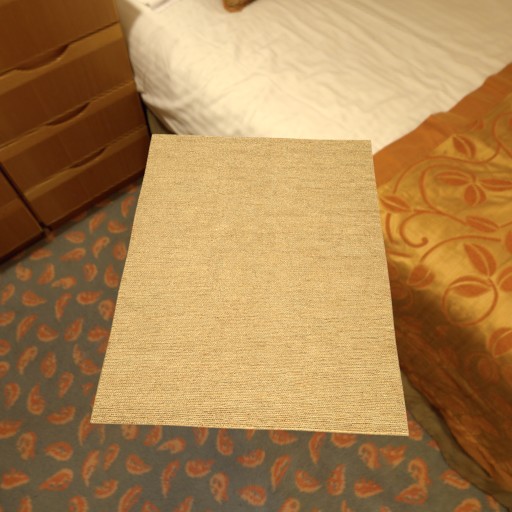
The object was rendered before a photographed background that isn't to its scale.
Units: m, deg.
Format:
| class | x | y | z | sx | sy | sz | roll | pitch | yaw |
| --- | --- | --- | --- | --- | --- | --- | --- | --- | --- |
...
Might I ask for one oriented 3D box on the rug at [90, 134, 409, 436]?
| class | x | y | z | sx | sy | sz | roll | pitch | yaw |
| --- | --- | --- | --- | --- | --- | --- | --- | --- | --- |
| rug | 0.000 | 0.000 | 4.107 | 2.406 | 0.012 | 3.034 | 2 | 60 | 1 |
